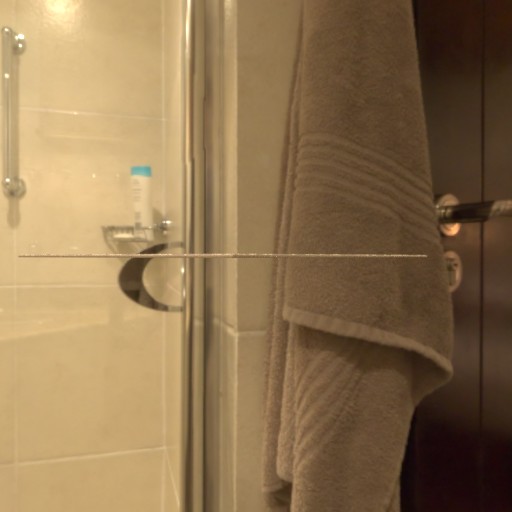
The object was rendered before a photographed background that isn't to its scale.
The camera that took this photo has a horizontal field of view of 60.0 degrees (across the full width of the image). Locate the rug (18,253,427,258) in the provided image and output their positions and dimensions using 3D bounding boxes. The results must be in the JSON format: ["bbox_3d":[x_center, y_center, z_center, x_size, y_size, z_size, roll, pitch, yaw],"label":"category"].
[{"bbox_3d":[0.000,0.000,3.440,1.819,0.018,2.746,0,0,37],"label":"rug"}]
